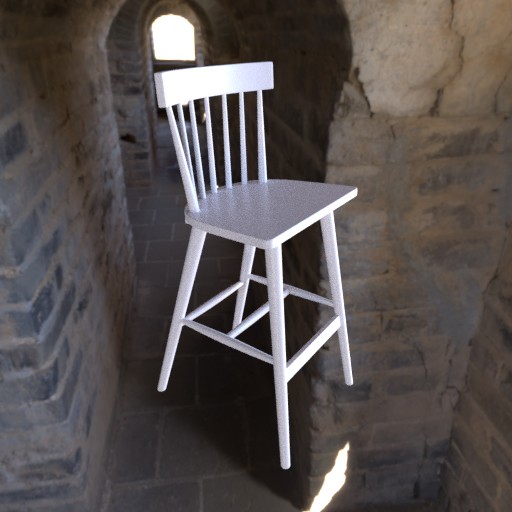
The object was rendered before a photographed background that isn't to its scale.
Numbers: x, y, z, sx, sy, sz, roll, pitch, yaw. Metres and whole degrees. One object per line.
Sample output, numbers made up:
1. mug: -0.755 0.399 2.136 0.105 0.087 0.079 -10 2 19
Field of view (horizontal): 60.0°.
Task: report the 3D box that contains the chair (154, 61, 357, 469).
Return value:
1. chair: 0.000 0.000 1.397 0.572 1.092 0.483 19 33 32
